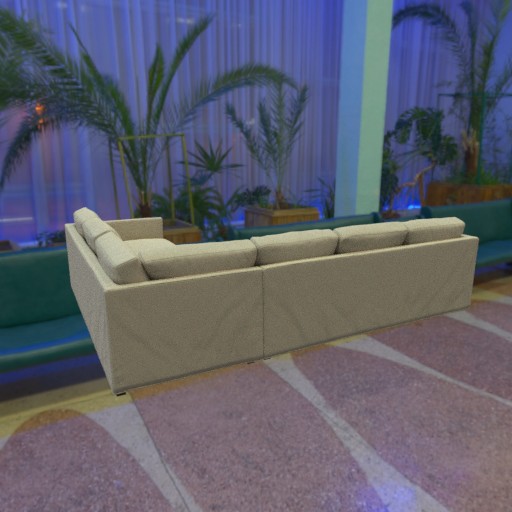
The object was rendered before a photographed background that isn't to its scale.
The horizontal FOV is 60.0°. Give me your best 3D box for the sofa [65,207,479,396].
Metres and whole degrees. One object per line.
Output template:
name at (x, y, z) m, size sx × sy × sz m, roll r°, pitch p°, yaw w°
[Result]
sofa at (0.000, 0.000, 4.279) m, size 3.182 × 0.871 × 2.432 m, roll -7°, pitch 16°, yaw -27°
